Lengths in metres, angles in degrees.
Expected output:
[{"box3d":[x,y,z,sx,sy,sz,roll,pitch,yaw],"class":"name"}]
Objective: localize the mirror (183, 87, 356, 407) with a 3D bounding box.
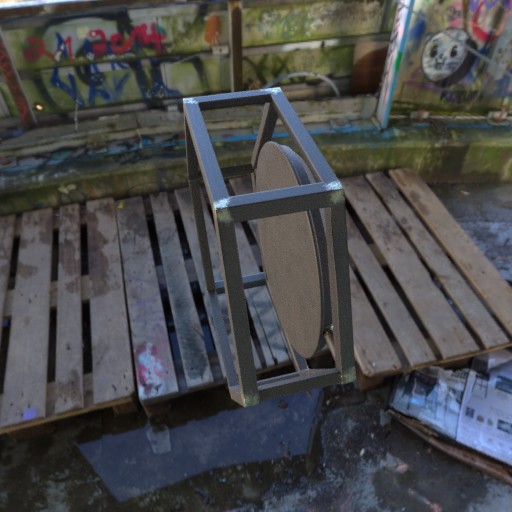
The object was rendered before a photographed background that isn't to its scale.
[{"box3d":[0.000,0.000,0.556,0.119,0.334,0.380,-10,47,-10],"class":"mirror"}]
